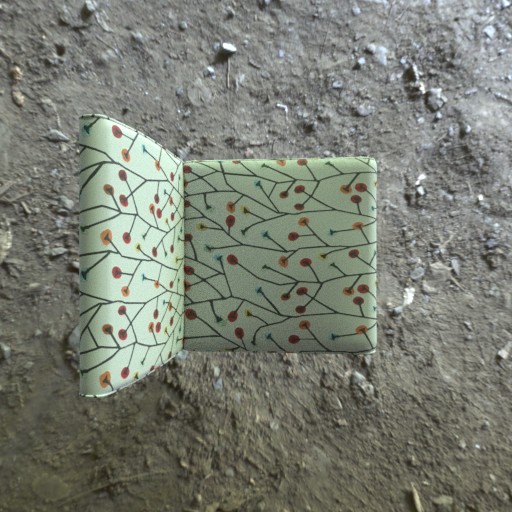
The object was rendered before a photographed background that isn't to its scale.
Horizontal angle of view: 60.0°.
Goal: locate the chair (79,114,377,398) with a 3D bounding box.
[{"bbox_3d":[0.000,0.000,1.288,0.732,0.813,0.597,0,90,-1],"label":"chair"}]
